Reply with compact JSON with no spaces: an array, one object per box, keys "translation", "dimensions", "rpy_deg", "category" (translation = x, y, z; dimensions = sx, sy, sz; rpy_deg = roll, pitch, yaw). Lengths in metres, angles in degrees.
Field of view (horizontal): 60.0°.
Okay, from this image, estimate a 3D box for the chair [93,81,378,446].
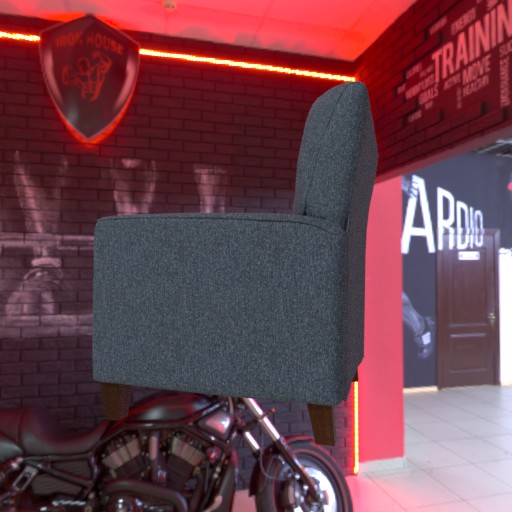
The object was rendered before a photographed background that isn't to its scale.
[{"translation":[0.000,0.000,1.614],"dimensions":[0.850,1.016,0.839],"rpy_deg":[-1,-2,18],"category":"chair"}]
